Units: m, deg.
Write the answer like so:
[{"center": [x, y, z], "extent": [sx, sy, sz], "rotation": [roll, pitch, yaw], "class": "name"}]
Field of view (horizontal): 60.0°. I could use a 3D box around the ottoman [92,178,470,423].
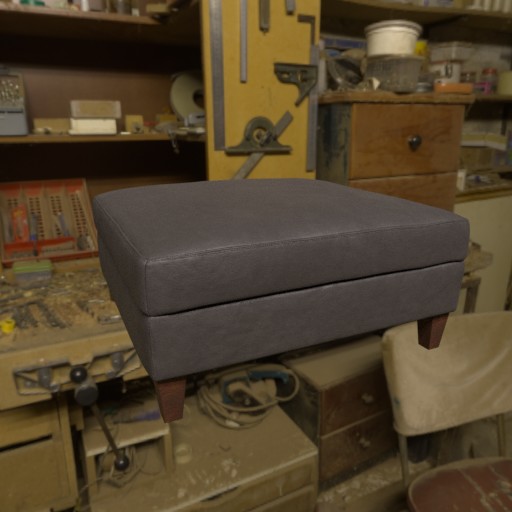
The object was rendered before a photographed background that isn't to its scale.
[{"center": [0.000, 0.000, 1.324], "extent": [0.844, 0.415, 0.836], "rotation": [-8, 18, -24], "class": "ottoman"}]
